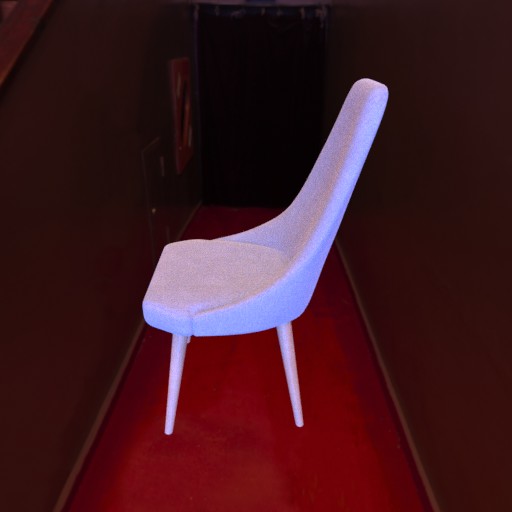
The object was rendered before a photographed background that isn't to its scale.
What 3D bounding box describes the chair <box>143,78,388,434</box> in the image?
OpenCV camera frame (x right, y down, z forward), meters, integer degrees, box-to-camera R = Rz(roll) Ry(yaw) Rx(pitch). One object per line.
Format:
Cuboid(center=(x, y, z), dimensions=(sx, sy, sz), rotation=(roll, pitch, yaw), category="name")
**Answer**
Cuboid(center=(0.000, 0.000, 1.410), dimensions=(0.660, 1.040, 0.510), rotation=(0, 27, -1), category="chair")
